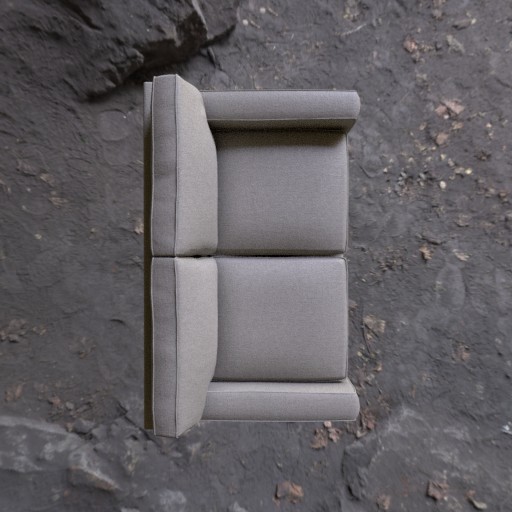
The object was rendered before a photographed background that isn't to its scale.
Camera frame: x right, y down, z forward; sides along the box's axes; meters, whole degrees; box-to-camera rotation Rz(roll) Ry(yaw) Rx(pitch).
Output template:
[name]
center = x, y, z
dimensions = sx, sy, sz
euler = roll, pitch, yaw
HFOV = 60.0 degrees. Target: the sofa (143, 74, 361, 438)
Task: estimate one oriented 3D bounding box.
[sofa]
center = 0.000, 0.000, 2.102
dimensions = 0.940, 0.853, 1.484
euler = 0, 91, 1
